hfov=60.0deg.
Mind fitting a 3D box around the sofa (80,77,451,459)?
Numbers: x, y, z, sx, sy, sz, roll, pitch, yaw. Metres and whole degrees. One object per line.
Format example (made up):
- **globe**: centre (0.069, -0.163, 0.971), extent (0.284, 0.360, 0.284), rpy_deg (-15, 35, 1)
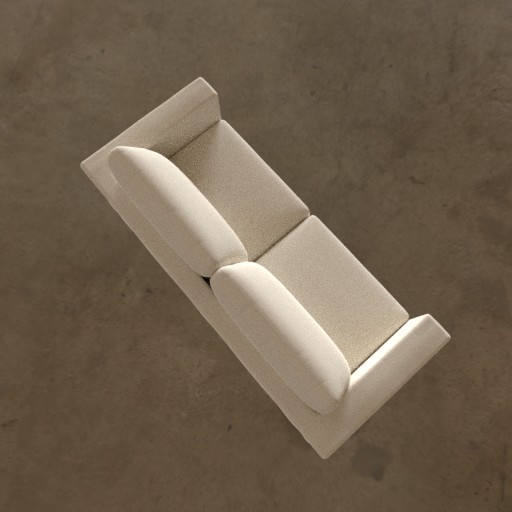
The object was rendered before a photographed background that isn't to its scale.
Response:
- **sofa**: centre (0.000, 0.000, 2.690), extent (0.954, 0.881, 2.163), rpy_deg (-40, 79, -10)
